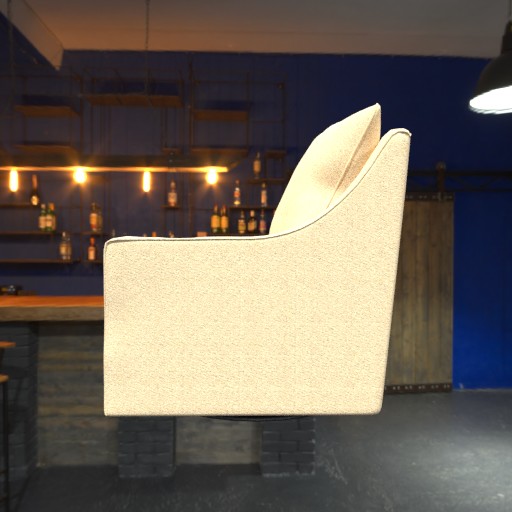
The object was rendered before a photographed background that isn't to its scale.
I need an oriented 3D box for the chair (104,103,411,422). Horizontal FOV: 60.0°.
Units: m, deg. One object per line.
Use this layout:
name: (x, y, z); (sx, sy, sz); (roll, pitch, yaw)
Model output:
chair: (0.000, 0.000, 1.593); (0.876, 0.927, 0.760); (0, 1, -1)
